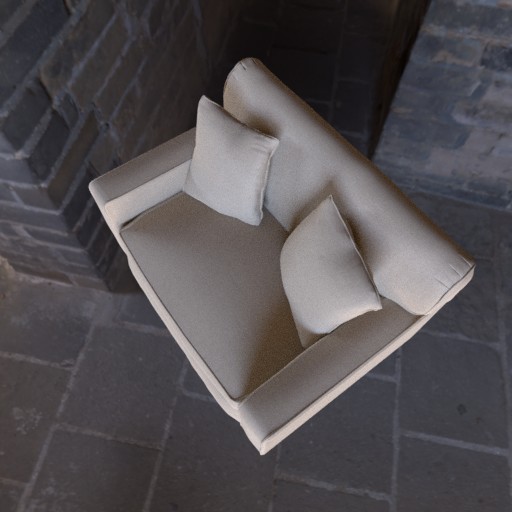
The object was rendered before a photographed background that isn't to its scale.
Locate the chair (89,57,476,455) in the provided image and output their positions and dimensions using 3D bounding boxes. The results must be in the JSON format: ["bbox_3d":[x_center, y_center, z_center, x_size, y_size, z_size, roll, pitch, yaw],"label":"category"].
[{"bbox_3d":[0.000,0.000,2.045,1.000,0.948,1.383,-33,67,-16],"label":"chair"}]
